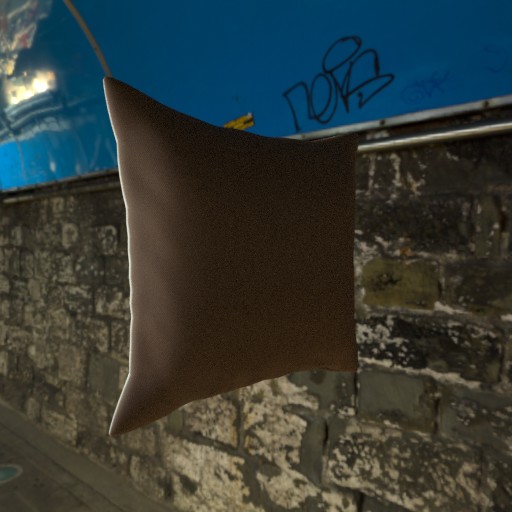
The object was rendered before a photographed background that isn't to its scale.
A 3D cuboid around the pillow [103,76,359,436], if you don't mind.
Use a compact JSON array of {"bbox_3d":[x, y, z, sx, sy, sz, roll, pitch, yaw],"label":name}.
[{"bbox_3d":[0.000,0.000,0.674,0.453,0.443,0.168,-1,1,-35],"label":"pillow"}]
